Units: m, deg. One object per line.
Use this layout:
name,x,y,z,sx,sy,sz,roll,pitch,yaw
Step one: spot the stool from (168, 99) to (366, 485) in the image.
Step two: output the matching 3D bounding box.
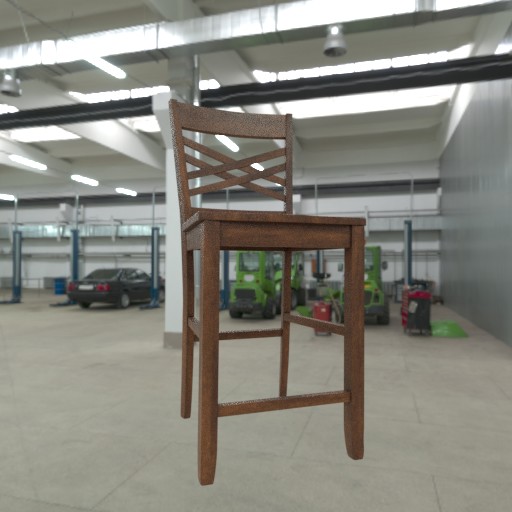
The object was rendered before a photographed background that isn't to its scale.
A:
stool,0.000,0.000,1.352,0.462,1.079,0.539,0,-1,-19
